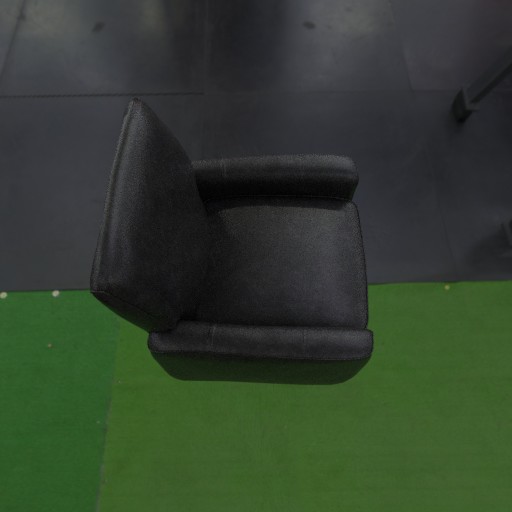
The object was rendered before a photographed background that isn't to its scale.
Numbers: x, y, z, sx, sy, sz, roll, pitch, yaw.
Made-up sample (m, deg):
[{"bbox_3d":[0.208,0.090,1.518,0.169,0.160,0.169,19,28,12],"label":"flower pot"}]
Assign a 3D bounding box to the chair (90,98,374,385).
[{"bbox_3d":[0.000,0.000,1.691,0.864,1.014,0.848,1,64,1],"label":"chair"}]
